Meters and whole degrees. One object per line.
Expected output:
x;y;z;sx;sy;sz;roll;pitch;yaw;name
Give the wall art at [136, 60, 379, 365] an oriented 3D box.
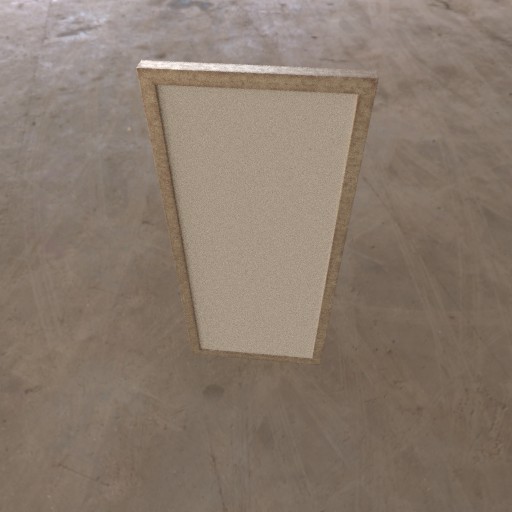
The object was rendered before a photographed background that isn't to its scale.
0.000;0.000;1.724;0.648;1.461;0.051;4;47;4;wall art
